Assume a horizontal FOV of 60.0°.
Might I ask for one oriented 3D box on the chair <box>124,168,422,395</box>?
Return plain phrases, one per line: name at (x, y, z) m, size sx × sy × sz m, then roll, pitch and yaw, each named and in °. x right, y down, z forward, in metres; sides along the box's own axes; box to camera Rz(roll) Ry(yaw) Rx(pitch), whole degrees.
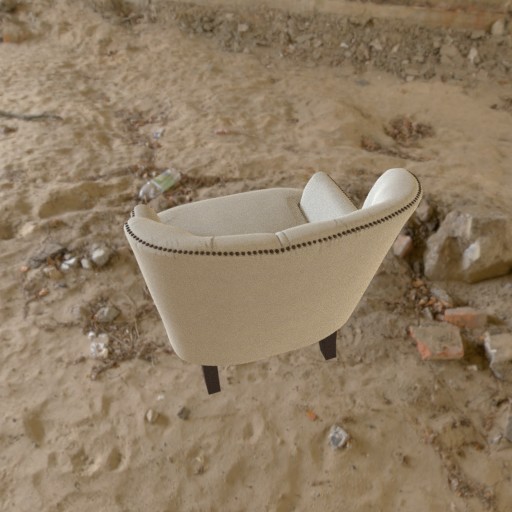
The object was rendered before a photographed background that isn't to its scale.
chair at (0.000, 0.000, 1.624) m, size 0.848 × 0.868 × 0.906 m, roll -13°, pitch 43°, yaw -14°
